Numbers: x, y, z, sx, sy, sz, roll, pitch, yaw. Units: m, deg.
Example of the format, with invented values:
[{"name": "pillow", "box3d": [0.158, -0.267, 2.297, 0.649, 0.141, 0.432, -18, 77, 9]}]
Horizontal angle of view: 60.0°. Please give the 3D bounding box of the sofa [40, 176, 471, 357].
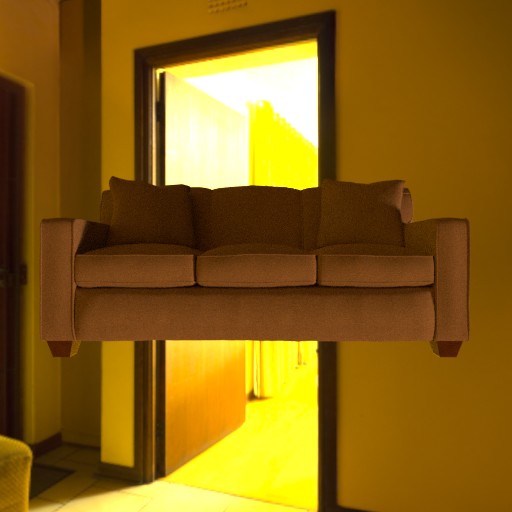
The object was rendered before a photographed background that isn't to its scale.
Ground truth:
[{"name": "sofa", "box3d": [0.000, 0.000, 2.506, 2.024, 0.958, 0.997, 0, 0, 0]}]
